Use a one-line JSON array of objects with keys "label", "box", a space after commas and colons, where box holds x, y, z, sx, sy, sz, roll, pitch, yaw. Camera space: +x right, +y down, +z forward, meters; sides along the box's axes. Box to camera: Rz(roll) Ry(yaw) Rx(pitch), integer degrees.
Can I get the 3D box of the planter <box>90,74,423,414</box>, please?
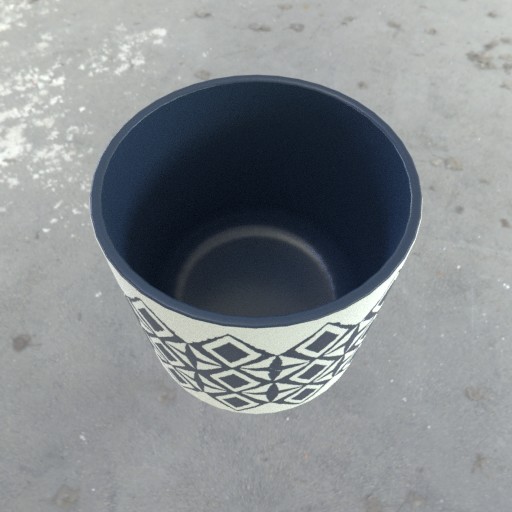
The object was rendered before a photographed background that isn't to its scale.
[{"label": "planter", "box": [0.000, 0.000, 0.386, 0.224, 0.203, 0.224, 0, 57, 0]}]
